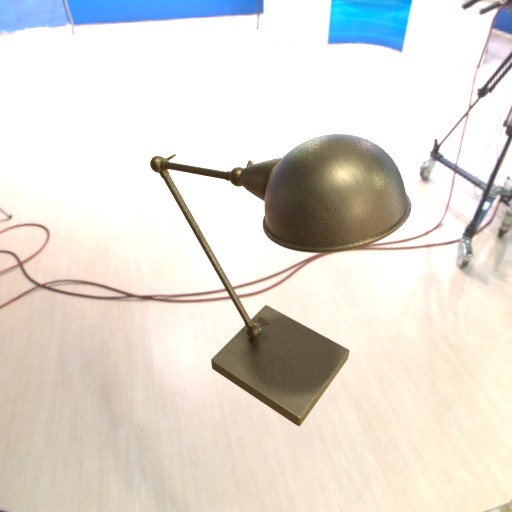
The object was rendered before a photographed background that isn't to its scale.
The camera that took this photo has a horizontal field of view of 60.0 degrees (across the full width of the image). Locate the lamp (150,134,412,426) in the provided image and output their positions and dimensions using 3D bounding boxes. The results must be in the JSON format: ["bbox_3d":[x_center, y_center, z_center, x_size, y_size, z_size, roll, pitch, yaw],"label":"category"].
[{"bbox_3d":[0.000,0.000,0.563,0.339,0.371,0.149,26,47,27],"label":"lamp"}]
